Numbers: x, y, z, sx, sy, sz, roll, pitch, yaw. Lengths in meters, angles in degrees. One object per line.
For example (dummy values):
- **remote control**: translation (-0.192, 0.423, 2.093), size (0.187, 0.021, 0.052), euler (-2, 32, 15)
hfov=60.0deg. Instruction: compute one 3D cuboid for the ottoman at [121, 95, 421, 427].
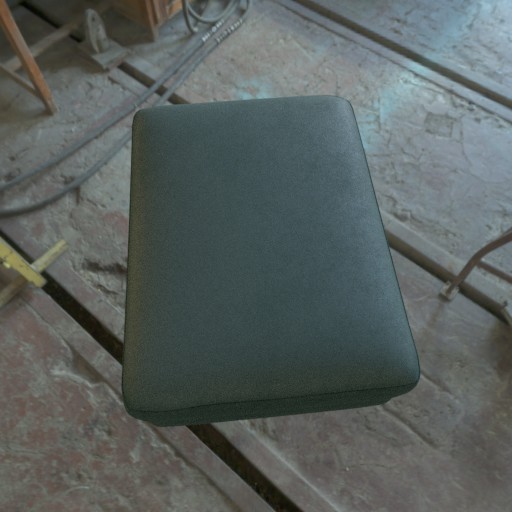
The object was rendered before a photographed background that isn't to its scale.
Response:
- **ottoman**: translation (0.000, 0.000, 1.167), size (0.608, 0.449, 0.811), euler (-5, 63, -3)
